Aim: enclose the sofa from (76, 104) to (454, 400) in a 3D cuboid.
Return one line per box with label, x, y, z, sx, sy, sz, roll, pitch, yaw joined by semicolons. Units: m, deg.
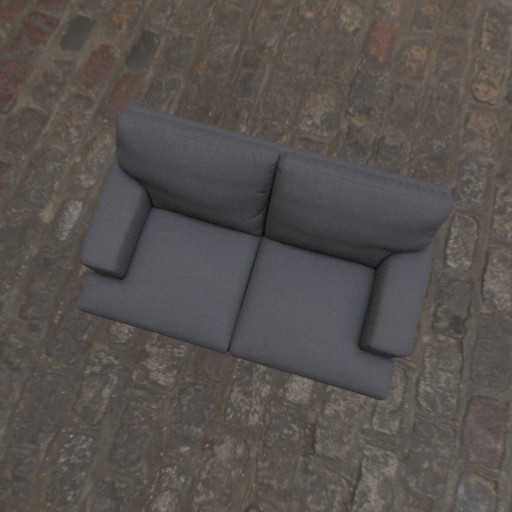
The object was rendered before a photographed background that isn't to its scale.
sofa;0.000;0.000;2.528;1.880;0.940;1.143;16;76;4
